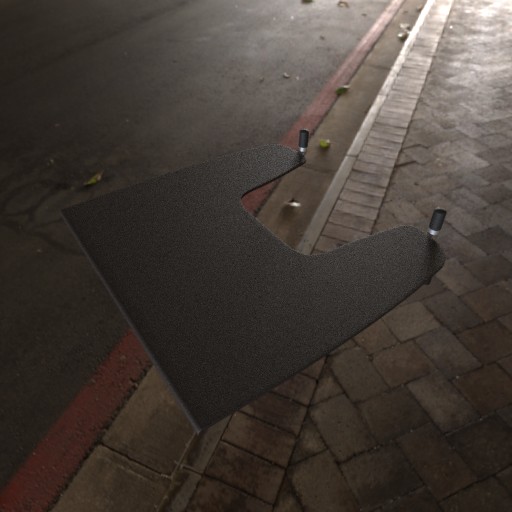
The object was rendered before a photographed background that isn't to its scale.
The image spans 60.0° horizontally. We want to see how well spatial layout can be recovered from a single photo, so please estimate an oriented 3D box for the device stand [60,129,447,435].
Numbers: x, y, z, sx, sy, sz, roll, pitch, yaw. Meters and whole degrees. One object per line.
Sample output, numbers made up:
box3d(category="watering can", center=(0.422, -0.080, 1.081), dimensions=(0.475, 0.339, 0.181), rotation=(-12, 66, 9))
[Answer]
box3d(category="device stand", center=(0.000, 0.000, 0.355), dimensions=(0.230, 0.092, 0.230), rotation=(-25, 48, -25))
